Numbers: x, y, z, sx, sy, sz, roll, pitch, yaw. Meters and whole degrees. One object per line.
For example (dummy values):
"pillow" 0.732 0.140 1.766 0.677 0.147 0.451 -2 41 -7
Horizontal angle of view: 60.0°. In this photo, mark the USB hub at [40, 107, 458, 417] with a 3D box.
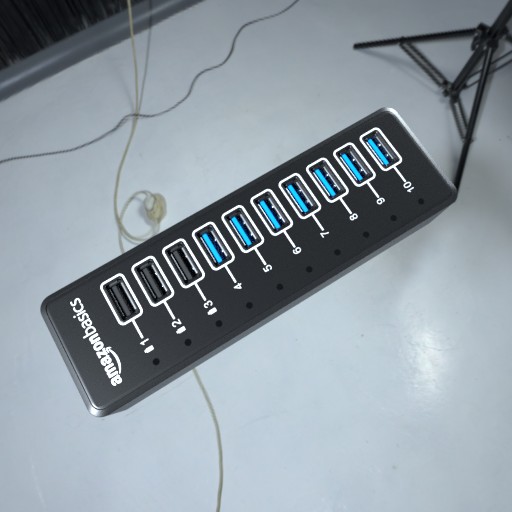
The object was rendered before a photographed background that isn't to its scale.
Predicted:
"USB hub" 0.000 0.000 0.162 0.145 0.023 0.044 -31 78 -8
